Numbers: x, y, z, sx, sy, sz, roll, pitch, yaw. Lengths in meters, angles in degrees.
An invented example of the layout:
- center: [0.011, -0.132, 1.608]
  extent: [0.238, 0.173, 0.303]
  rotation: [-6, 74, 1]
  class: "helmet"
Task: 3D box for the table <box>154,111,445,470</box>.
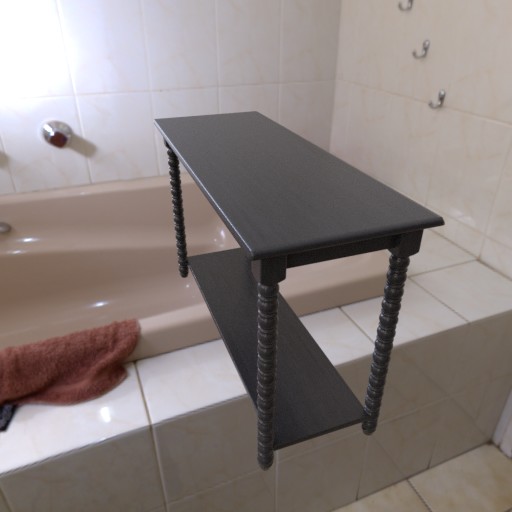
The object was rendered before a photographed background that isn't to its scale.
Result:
- center: [0.000, 0.000, 1.562]
  extent: [0.459, 0.735, 1.184]
  rotation: [-10, 31, -17]
  class: "table"
